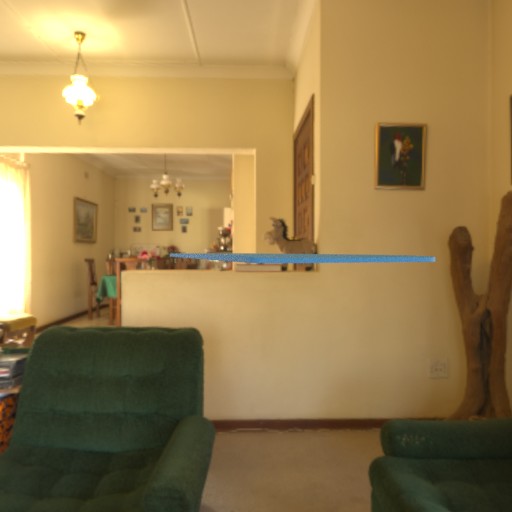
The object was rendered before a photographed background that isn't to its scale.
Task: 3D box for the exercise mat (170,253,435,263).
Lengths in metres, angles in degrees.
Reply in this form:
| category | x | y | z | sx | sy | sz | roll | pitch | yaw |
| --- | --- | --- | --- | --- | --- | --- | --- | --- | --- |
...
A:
| category | x | y | z | sx | sy | sz | roll | pitch | yaw |
| --- | --- | --- | --- | --- | --- | --- | --- | --- | --- |
| exercise mat | 0.000 | 0.000 | 2.154 | 0.616 | 0.021 | 1.869 | 0 | 1 | -18 |
